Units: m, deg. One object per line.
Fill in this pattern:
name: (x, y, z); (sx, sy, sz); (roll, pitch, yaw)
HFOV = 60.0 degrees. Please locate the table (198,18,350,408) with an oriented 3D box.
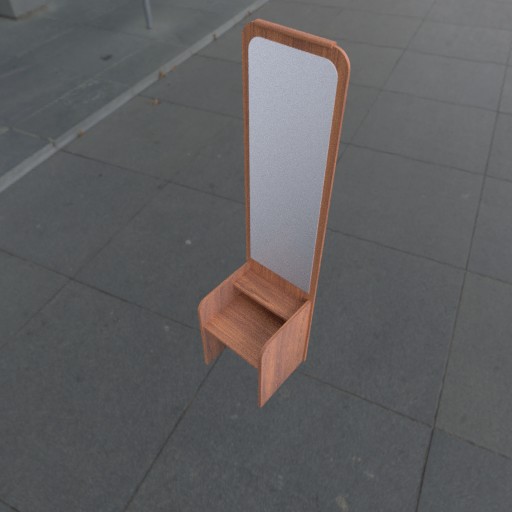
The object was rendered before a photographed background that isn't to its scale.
table: (0.000, 0.000, 2.008); (0.450, 1.830, 0.420); (32, 54, 27)
